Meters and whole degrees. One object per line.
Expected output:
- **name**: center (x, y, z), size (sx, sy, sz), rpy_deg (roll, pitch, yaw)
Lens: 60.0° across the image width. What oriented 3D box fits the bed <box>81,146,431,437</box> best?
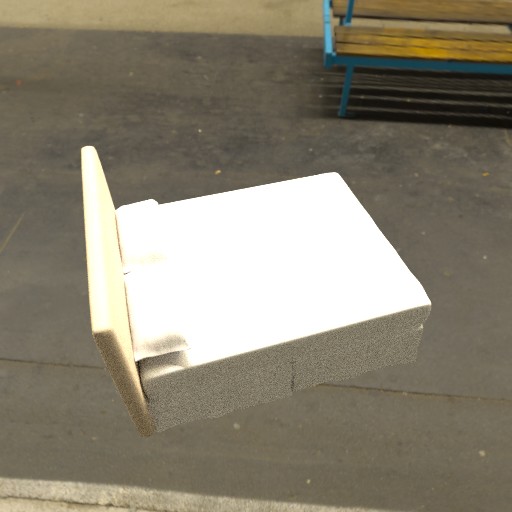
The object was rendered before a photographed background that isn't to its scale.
- **bed**: center (0.000, 0.000, 3.287), size (2.142, 1.330, 1.723), rpy_deg (-12, 48, -12)
